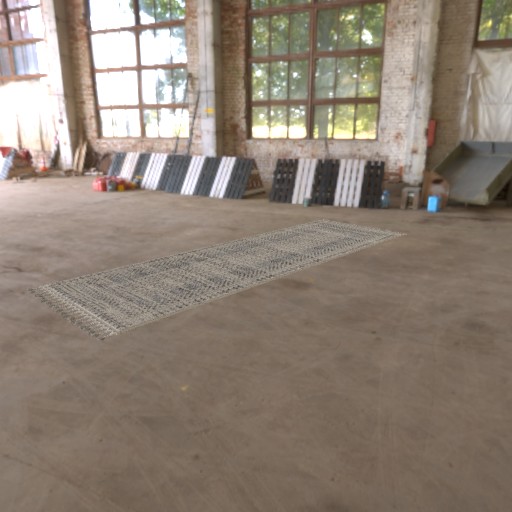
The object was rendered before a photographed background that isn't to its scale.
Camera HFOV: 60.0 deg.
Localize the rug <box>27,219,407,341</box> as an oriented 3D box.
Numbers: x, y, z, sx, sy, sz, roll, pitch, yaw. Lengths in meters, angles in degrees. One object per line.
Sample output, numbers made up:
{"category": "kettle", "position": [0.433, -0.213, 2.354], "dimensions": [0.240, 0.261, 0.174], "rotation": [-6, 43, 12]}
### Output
{"category": "rug", "position": [0.000, 0.000, 2.769], "dimensions": [0.786, 0.013, 2.480], "rotation": [16, 22, 43]}
